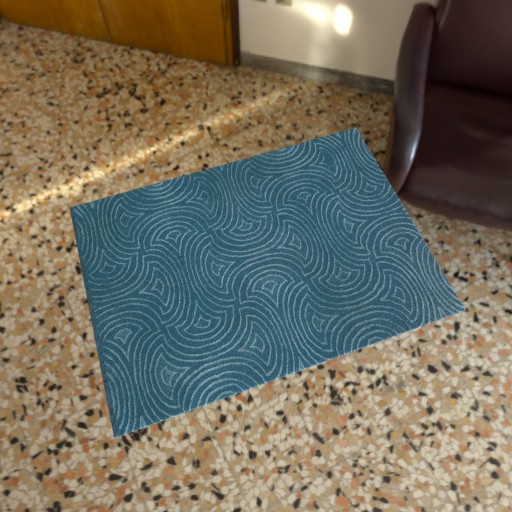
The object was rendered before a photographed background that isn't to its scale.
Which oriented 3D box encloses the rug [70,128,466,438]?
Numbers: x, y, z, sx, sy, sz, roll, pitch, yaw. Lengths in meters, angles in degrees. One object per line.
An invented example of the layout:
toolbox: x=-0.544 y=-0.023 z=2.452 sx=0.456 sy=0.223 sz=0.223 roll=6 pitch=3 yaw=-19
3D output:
rug: x=0.000 y=0.000 z=2.847 sx=2.144 sy=0.015 sz=1.543 roll=-18 pitch=64 yaw=-9
